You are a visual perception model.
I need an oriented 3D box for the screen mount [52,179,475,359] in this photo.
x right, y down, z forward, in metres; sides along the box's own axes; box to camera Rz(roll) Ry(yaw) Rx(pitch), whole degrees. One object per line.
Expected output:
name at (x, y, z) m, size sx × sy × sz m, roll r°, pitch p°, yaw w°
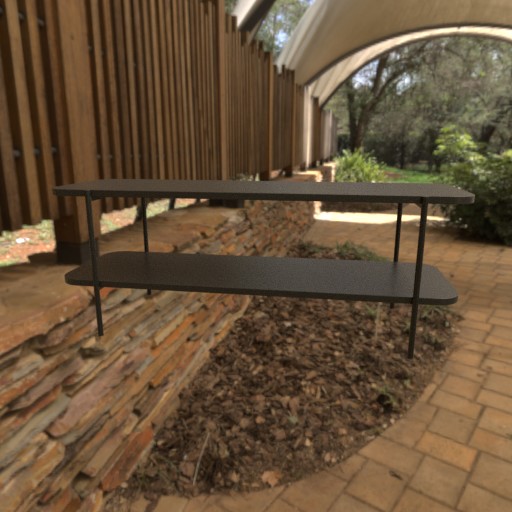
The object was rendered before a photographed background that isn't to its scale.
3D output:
screen mount at (0.000, 0.000, 1.427) m, size 1.200 × 0.447 × 0.400 m, roll 2°, pitch 15°, yaw 9°
